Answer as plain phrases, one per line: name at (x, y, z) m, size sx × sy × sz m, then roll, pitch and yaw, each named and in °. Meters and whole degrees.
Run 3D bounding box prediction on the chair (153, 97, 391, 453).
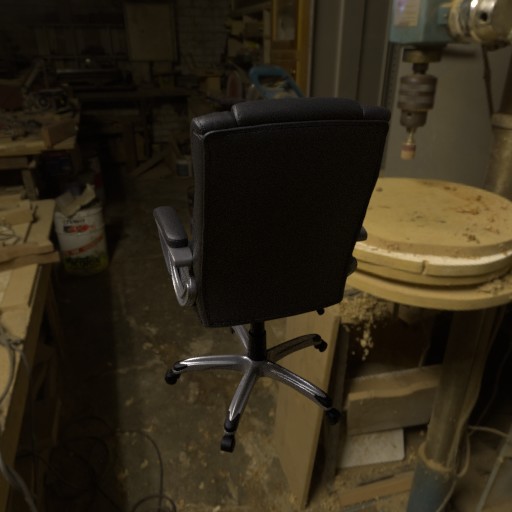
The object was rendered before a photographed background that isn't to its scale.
chair at (0.000, 0.000, 1.562) m, size 0.721 × 1.130 × 0.719 m, roll -8°, pitch 28°, yaw -15°
